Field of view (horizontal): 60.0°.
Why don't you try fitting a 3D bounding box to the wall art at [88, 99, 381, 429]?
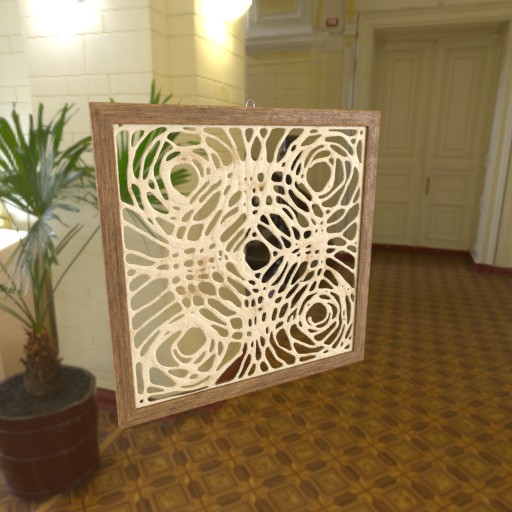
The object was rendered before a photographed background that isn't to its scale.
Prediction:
[{"bbox_3d":[0.000,0.000,0.857,0.561,0.576,0.021,-8,17,-26],"label":"wall art"}]
